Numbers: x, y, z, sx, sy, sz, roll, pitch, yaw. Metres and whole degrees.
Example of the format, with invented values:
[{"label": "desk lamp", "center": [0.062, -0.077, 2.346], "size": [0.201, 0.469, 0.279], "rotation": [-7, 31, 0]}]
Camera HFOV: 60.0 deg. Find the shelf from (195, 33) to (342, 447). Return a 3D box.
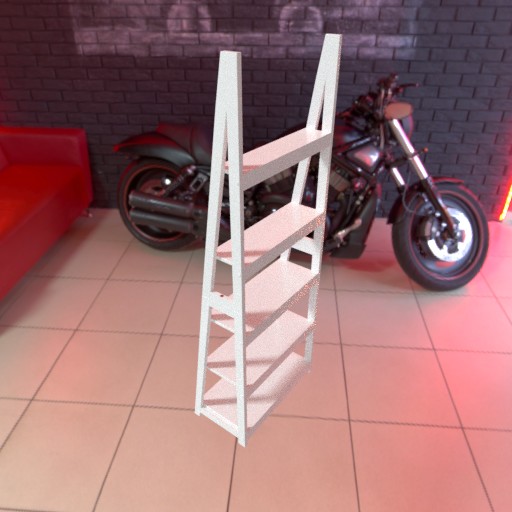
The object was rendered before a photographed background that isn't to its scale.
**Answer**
[{"label": "shelf", "center": [0.000, 0.000, 2.013], "size": [0.341, 1.779, 0.636], "rotation": [22, 38, 31]}]
